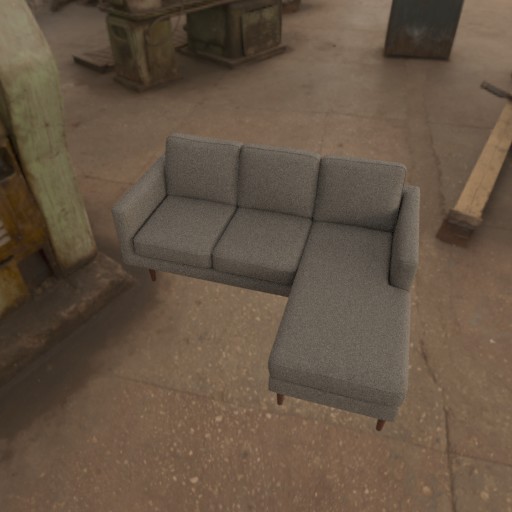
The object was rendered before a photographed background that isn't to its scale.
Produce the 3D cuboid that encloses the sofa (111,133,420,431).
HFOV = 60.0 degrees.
[{"bbox_3d":[0.000,0.000,3.014,2.055,0.957,1.667,11,42,12],"label":"sofa"}]
